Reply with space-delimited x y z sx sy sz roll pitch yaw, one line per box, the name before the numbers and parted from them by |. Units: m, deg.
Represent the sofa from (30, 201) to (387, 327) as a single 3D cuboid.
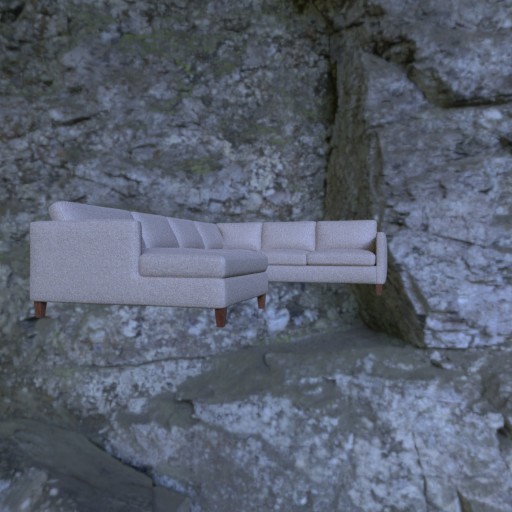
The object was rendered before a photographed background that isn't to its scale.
sofa | 0.000 0.000 4.519 2.551 0.889 3.403 0 1 17
